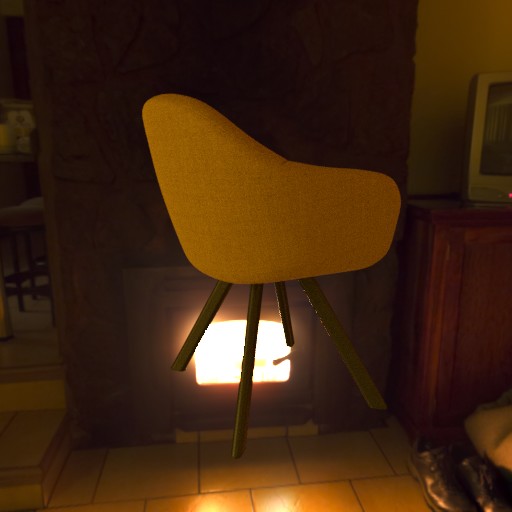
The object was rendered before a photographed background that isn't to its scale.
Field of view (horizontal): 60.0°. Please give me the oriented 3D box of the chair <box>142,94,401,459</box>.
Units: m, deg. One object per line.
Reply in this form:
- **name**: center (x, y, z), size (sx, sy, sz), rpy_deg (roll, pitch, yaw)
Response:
- **chair**: center (0.000, 0.000, 1.193), size (0.550, 0.795, 0.590), rpy_deg (-6, 14, -26)
